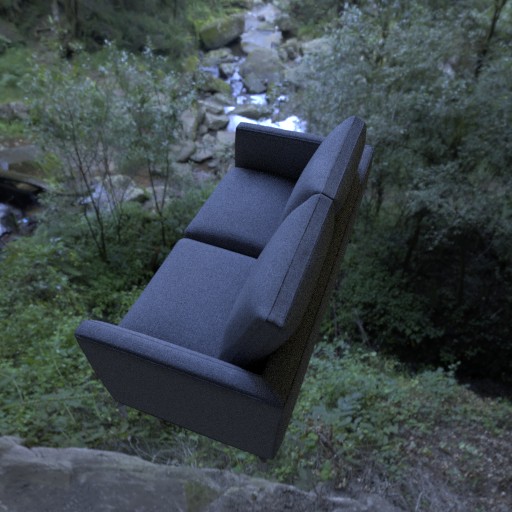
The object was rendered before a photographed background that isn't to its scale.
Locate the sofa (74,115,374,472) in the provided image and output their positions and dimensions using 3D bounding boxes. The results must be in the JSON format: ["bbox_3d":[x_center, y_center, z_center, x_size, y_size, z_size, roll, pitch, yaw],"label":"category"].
[{"bbox_3d":[0.000,0.000,2.135,0.803,0.924,1.594,15,48,14],"label":"sofa"}]
